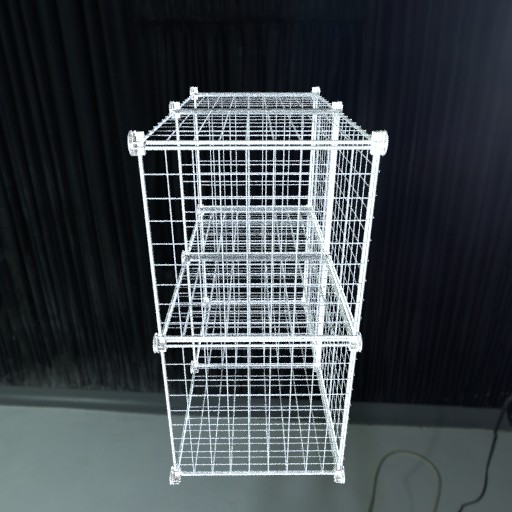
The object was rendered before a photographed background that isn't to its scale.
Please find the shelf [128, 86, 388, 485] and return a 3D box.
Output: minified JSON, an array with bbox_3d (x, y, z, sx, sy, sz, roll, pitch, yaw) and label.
[{"bbox_3d":[0.000,0.000,1.074,0.356,0.711,0.711,0,26,0],"label":"shelf"}]
